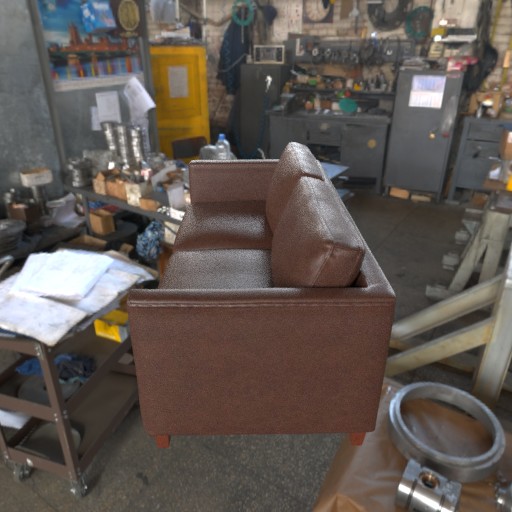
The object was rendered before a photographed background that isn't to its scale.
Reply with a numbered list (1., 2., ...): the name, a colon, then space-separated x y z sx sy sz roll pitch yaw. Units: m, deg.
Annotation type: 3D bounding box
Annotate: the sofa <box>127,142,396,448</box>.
1. sofa: 0.000 0.000 2.435 0.951 0.933 1.883 0 26 -1
